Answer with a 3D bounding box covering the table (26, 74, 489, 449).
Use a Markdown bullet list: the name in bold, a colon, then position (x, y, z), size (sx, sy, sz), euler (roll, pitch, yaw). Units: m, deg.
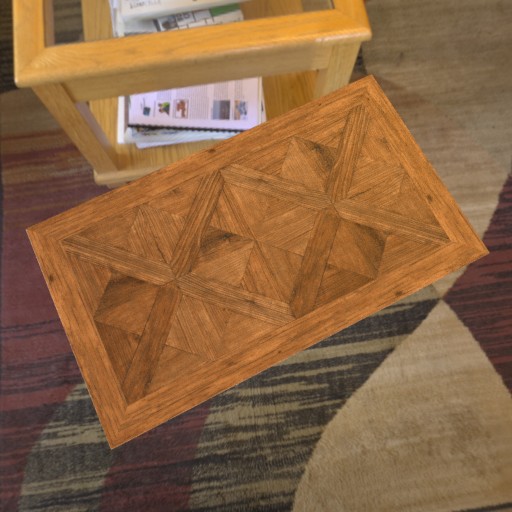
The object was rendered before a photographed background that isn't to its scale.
- **table**: position (0.000, 0.000, 1.734), size (1.400, 0.410, 0.800), euler (-26, 77, -7)
